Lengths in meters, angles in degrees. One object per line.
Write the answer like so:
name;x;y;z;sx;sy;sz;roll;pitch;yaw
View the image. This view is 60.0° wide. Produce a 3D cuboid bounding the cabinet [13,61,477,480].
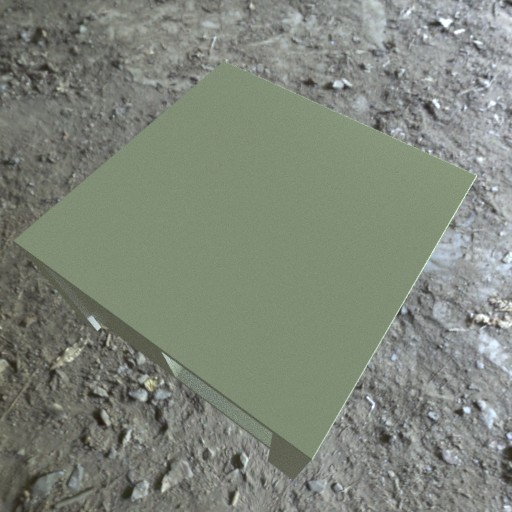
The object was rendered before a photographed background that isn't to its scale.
cabinet;0.000;0.000;1.262;0.800;0.460;0.800;31;64;17
